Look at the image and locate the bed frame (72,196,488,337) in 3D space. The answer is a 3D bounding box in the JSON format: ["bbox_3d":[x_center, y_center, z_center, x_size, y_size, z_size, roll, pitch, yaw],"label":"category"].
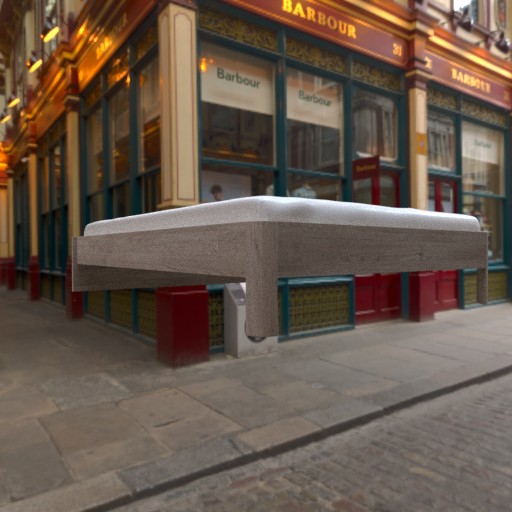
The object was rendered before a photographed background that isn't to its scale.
[{"bbox_3d":[0.000,0.000,2.516,1.490,0.462,1.950,0,1,-37],"label":"bed frame"}]
